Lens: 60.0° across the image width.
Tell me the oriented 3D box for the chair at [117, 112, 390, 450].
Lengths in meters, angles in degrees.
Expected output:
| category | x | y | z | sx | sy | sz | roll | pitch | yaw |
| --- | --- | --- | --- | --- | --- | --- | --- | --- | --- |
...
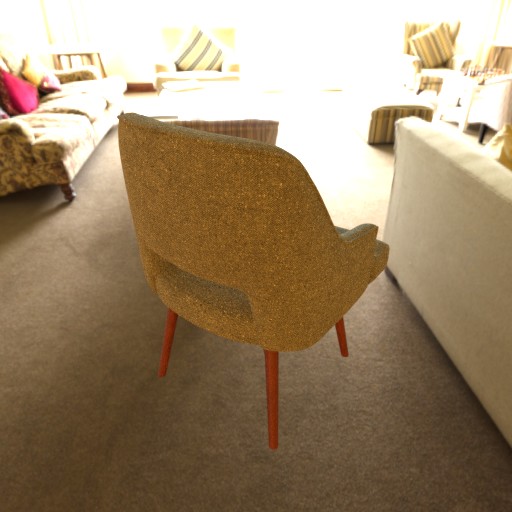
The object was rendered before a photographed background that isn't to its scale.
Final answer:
| category | x | y | z | sx | sy | sz | roll | pitch | yaw |
| --- | --- | --- | --- | --- | --- | --- | --- | --- | --- |
| chair | 0.000 | 0.000 | 1.282 | 0.608 | 0.875 | 0.629 | 21 | 38 | 30 |
